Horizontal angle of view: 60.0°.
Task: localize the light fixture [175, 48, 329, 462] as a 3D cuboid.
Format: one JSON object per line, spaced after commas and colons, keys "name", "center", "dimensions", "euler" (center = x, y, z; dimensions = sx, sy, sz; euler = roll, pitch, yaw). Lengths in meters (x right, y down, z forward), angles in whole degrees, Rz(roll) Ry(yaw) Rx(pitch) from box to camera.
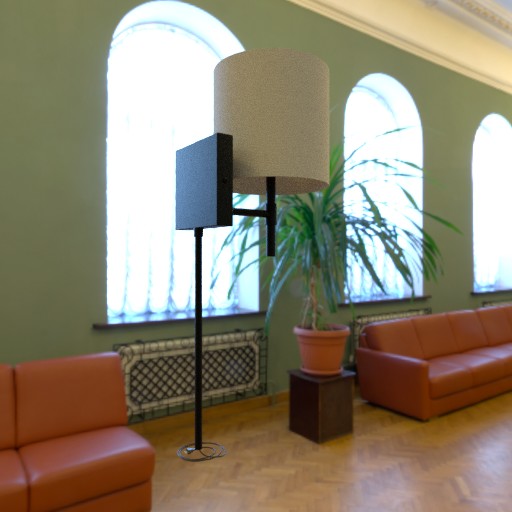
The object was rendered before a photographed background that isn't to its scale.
{"name": "light fixture", "center": [0.000, 0.000, 0.702], "dimensions": [0.248, 0.589, 0.188], "euler": [0, 0, -37]}
